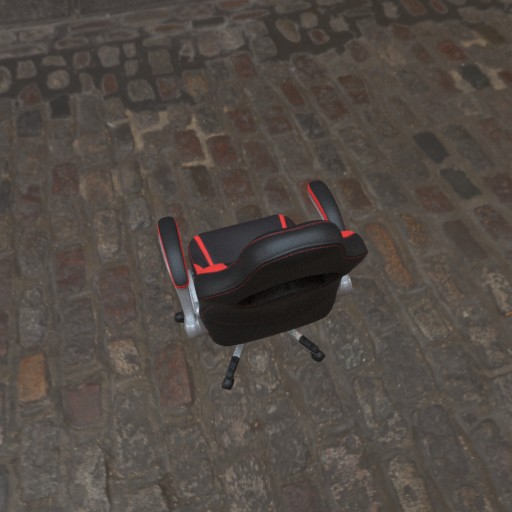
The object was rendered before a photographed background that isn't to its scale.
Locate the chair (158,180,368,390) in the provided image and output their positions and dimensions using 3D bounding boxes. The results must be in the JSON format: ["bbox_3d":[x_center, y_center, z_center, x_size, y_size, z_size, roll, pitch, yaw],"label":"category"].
[{"bbox_3d":[0.000,0.000,1.658,0.758,1.165,0.712,-15,60,-9],"label":"chair"}]
